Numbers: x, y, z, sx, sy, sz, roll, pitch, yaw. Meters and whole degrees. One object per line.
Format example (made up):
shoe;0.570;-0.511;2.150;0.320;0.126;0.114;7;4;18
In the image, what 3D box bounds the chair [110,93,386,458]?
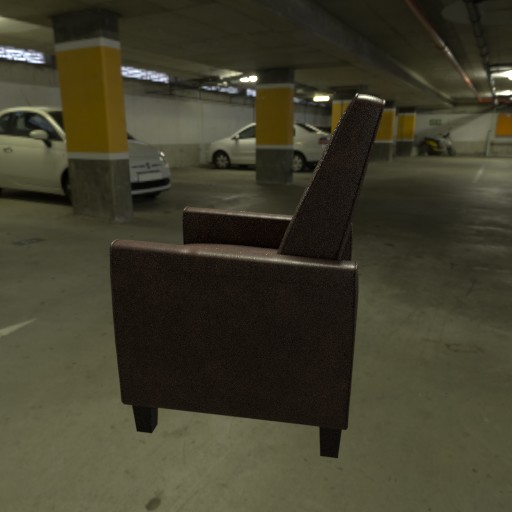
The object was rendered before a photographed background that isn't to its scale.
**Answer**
chair;0.000;0.000;1.515;0.746;1.013;0.705;3;16;10
